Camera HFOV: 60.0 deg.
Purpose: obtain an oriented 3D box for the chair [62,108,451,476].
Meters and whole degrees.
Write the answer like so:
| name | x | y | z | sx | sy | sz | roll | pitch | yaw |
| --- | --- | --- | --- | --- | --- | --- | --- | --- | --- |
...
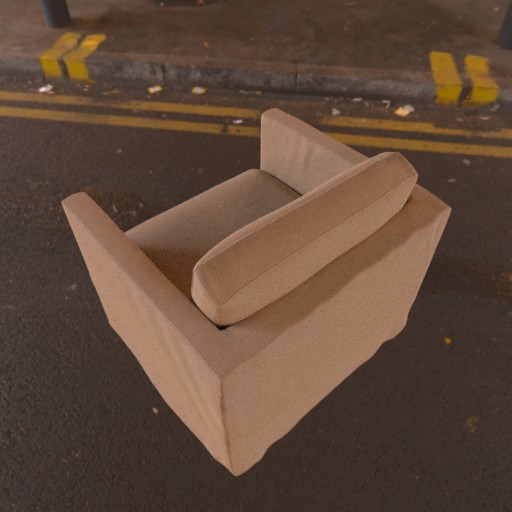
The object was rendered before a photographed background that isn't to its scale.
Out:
| name | x | y | z | sx | sy | sz | roll | pitch | yaw |
| --- | --- | --- | --- | --- | --- | --- | --- | --- | --- |
| chair | 0.000 | 0.000 | 1.727 | 1.057 | 0.867 | 0.949 | -32 | 54 | -27 |
